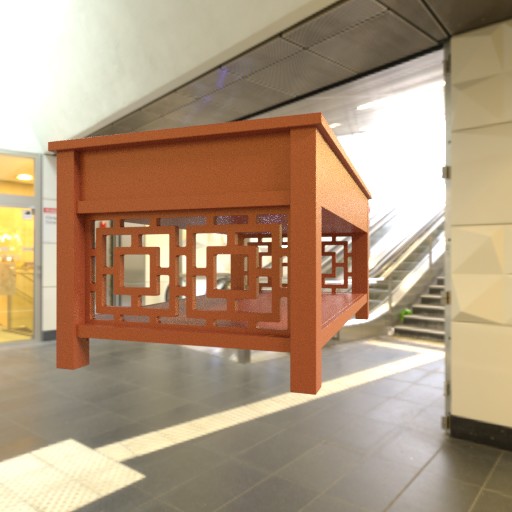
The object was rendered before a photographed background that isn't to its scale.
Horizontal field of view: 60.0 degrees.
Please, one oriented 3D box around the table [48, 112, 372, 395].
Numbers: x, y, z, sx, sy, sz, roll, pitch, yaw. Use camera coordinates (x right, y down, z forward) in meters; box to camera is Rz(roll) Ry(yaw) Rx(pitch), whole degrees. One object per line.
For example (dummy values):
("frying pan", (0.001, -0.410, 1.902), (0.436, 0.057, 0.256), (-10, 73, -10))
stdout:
("table", (0.000, 0.000, 1.370), (0.612, 0.493, 1.068), (0, 0, 19))
